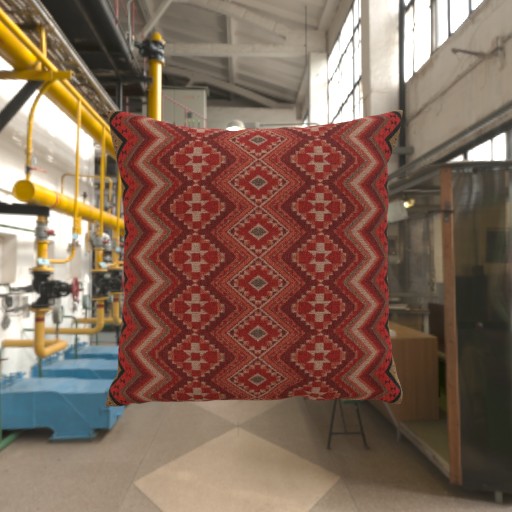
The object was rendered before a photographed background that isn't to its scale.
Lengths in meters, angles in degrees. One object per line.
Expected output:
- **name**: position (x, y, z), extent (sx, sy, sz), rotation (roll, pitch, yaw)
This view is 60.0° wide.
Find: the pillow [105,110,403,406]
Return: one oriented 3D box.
- **pillow**: position (0.000, 0.000, 0.767), extent (0.513, 0.511, 0.158), rotation (0, -1, -1)
